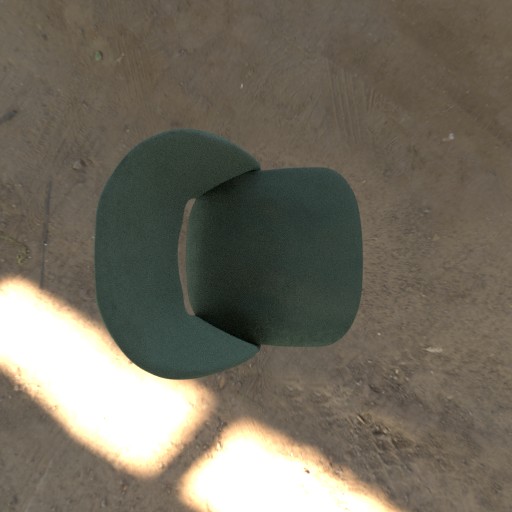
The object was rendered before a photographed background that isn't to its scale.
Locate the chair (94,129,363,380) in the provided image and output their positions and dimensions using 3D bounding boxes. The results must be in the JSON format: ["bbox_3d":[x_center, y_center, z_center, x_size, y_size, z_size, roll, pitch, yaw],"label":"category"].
[{"bbox_3d":[0.000,0.000,1.204,0.577,0.860,0.527,0,89,0],"label":"chair"}]
